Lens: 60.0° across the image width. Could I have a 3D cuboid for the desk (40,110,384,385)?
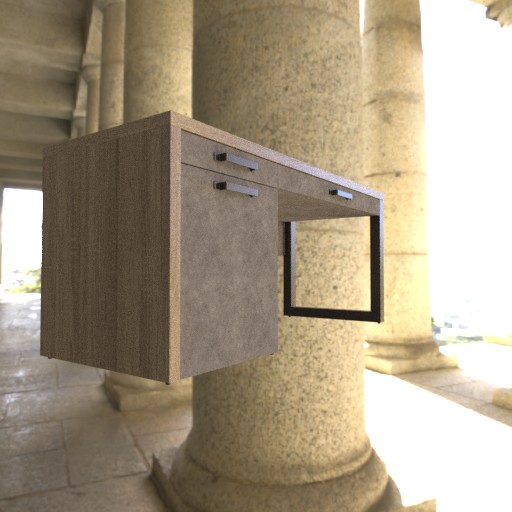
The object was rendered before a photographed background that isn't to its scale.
[{"bbox_3d":[0.000,0.000,2.091,0.690,0.760,1.700,-1,-2,36],"label":"desk"}]
